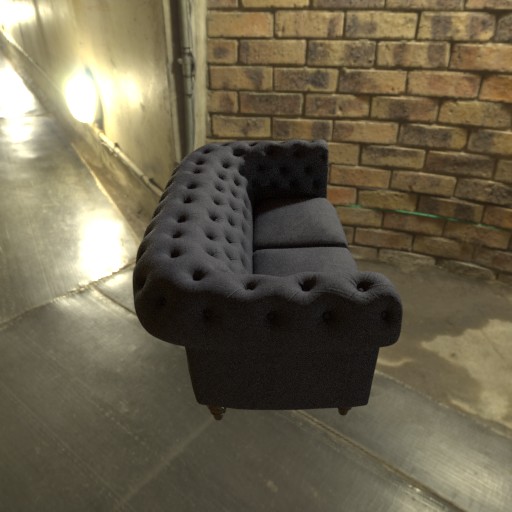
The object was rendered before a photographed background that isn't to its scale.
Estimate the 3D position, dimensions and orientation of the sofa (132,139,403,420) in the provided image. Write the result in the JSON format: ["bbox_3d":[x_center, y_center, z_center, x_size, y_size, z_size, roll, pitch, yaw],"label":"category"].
[{"bbox_3d":[0.000,0.000,2.516,1.082,0.833,1.988,0,31,0],"label":"sofa"}]
